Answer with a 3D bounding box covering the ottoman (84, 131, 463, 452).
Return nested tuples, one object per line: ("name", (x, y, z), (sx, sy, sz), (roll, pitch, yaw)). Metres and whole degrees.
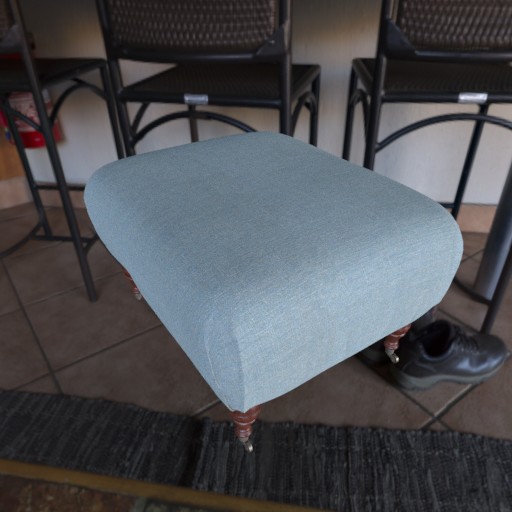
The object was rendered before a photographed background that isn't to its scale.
("ottoman", (0.000, 0.000, 1.099), (0.622, 0.450, 0.747), (-20, 38, -28))
